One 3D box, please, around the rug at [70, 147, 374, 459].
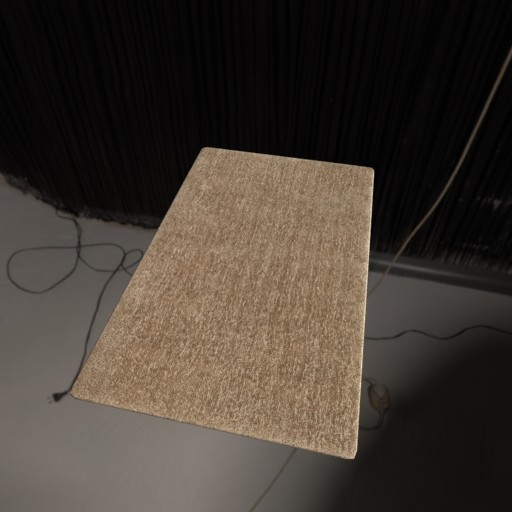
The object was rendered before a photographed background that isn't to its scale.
[{"bbox_3d":[0.000,0.000,3.096,1.539,0.024,2.469,9,47,9],"label":"rug"}]
